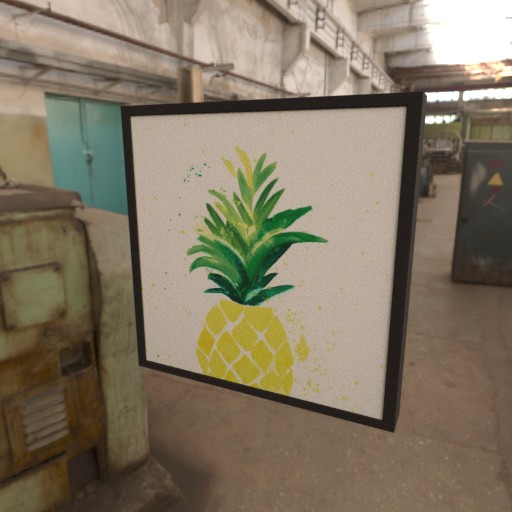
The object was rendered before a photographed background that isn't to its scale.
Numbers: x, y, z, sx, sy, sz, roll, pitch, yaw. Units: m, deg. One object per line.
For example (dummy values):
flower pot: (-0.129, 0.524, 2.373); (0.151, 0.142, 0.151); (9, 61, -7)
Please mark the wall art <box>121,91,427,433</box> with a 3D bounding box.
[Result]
wall art: (0.000, 0.000, 0.460); (0.305, 0.304, 0.033); (7, 15, 25)
